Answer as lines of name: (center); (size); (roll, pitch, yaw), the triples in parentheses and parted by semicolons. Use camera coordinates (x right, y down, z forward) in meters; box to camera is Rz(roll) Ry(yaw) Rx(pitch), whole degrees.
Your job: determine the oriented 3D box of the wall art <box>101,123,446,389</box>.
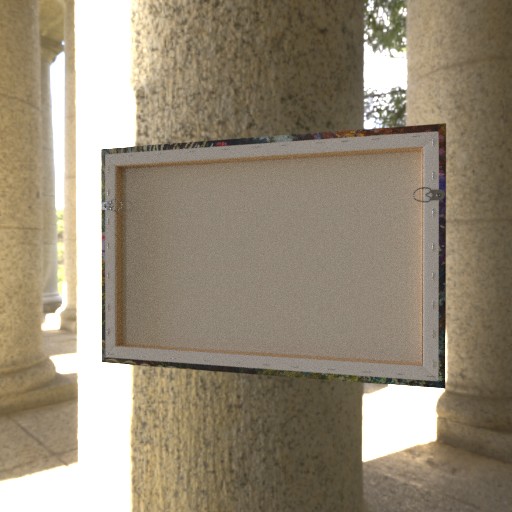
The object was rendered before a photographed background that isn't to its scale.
wall art: (0.000, 0.000, 1.435); (1.136, 0.760, 0.042); (0, 0, 16)
